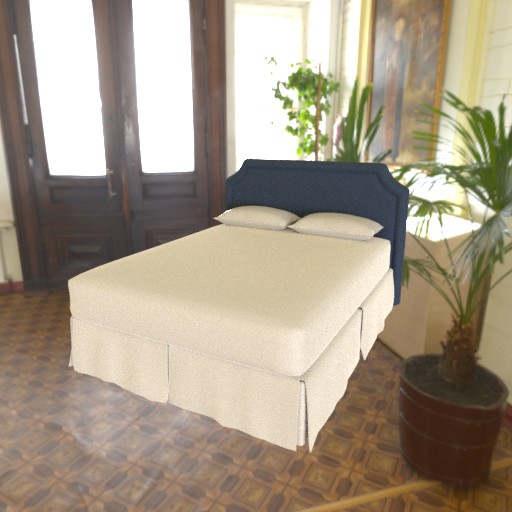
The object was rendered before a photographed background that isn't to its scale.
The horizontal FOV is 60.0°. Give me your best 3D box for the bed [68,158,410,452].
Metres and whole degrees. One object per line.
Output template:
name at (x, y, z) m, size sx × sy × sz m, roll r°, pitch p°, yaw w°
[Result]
bed at (0.000, 0.000, 3.384) m, size 1.831 × 1.297 × 2.260 m, roll 8°, pitch 18°, yaw 27°
